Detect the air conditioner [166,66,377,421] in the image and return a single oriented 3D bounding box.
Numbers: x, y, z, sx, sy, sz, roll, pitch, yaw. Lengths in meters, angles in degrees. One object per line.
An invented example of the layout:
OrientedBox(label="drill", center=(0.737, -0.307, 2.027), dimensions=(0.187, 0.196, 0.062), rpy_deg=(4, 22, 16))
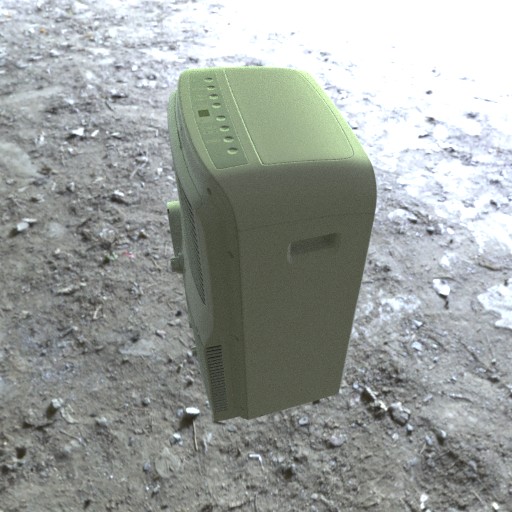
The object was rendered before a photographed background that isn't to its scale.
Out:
OrientedBox(label="air conditioner", center=(0.000, 0.000, 0.969), dimensions=(0.365, 0.700, 0.454), rpy_deg=(-10, 48, -9))
